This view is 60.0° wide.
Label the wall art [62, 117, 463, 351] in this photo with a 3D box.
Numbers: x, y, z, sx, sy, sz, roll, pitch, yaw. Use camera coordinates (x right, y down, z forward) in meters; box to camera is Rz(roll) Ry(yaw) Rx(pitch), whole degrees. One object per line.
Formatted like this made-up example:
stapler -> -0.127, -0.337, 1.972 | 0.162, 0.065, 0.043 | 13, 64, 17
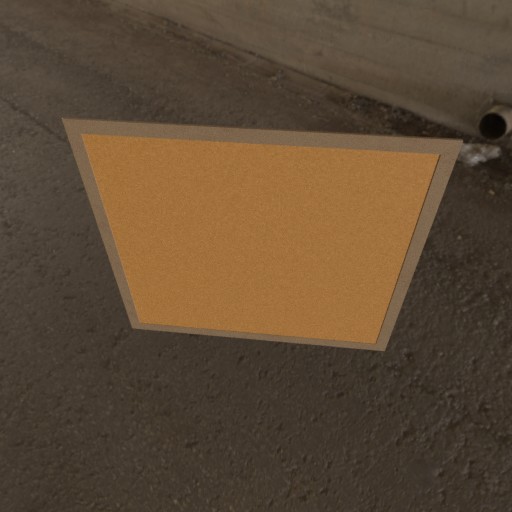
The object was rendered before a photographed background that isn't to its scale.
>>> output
wall art -> 0.000, 0.000, 1.671 | 1.168, 1.067, 0.025 | 4, 45, 4
